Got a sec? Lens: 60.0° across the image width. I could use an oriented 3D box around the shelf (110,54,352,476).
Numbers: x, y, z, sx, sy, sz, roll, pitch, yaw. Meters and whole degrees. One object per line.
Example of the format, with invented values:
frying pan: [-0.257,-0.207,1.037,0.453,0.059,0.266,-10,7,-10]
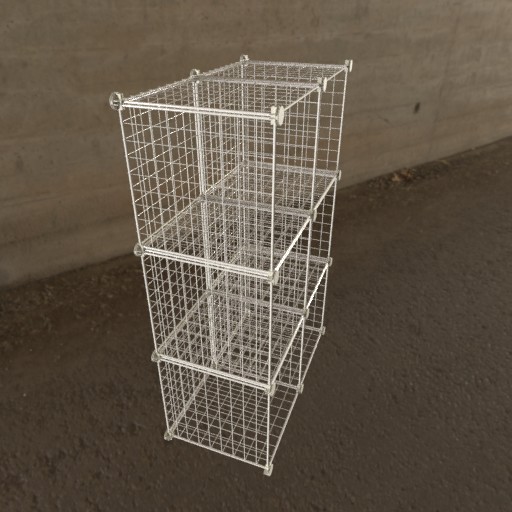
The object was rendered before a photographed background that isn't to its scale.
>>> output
shelf: [0.000,0.000,1.383,0.356,1.067,0.711,11,32,18]
